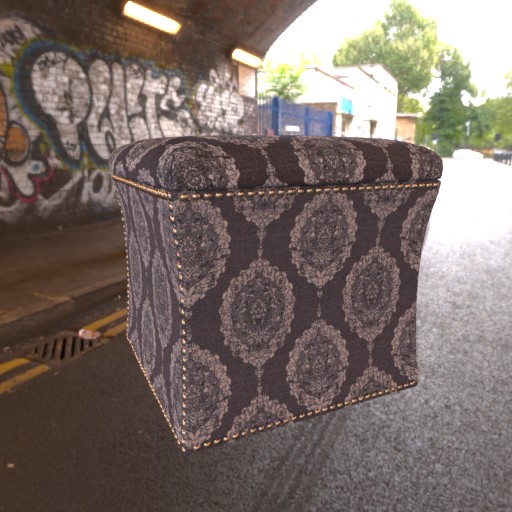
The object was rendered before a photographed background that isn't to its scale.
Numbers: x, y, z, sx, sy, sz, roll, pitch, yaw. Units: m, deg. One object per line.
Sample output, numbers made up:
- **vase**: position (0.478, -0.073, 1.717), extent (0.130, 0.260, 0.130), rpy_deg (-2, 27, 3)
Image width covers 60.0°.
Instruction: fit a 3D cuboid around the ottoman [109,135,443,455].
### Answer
- **ottoman**: position (0.000, 0.000, 0.904), extent (0.497, 0.475, 0.507), rpy_deg (-7, 15, -25)
